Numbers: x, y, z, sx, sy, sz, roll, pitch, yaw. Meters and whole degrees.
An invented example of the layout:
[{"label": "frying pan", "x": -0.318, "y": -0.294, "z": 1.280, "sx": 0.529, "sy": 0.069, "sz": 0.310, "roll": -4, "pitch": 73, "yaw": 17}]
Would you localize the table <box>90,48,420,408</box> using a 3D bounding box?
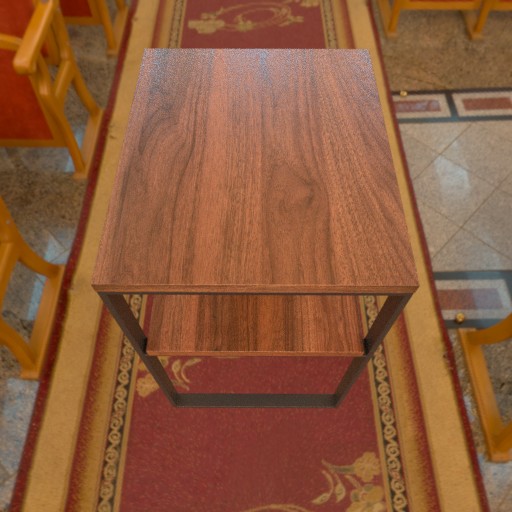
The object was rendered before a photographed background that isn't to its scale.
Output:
[{"label": "table", "x": 0.000, "y": 0.000, "z": 1.535, "sx": 0.660, "sy": 1.041, "sz": 0.786, "roll": 0, "pitch": 58, "yaw": 0}]
